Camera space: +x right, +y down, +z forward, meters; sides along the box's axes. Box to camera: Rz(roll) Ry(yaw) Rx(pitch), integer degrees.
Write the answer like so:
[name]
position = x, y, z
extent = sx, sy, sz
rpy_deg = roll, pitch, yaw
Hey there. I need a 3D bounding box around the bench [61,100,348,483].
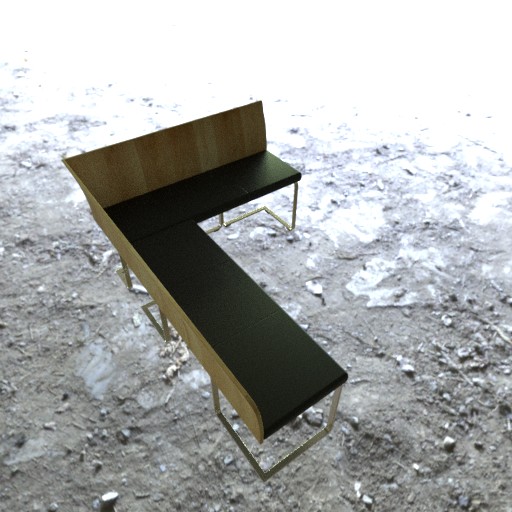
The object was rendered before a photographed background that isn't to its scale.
[bench]
position = 0.000, 0.000, 2.719
extent = 1.495, 0.930, 1.945
rpy_deg = -26, 48, -26
